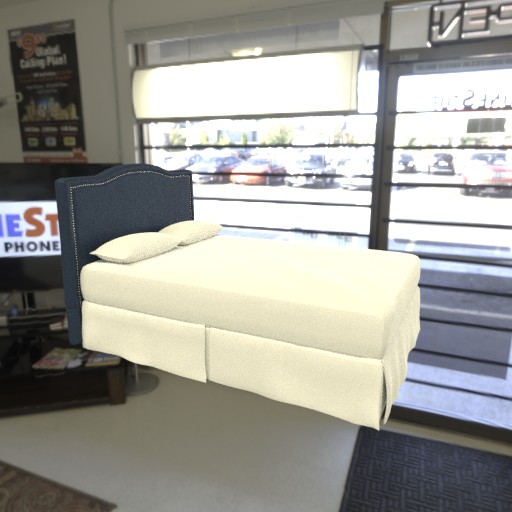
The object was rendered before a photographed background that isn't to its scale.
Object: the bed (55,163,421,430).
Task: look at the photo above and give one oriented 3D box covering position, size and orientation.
[{"bbox_3d":[0.000,0.000,3.613,2.507,1.441,1.741,7,15,25],"label":"bed"}]
